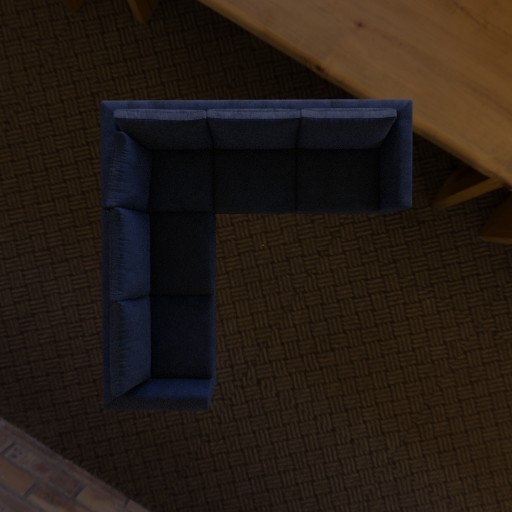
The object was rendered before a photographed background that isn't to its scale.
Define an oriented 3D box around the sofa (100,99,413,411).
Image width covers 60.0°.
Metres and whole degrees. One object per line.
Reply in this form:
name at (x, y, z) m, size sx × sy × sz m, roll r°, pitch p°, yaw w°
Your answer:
sofa at (0.000, 0.000, 3.762) m, size 2.463 × 0.988 × 2.472 m, roll 0°, pitch 91°, yaw 1°
